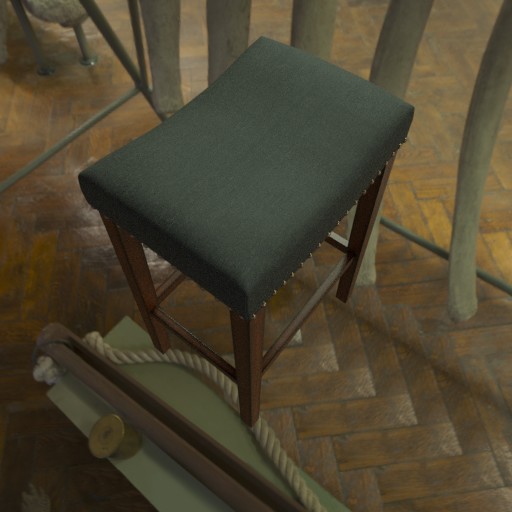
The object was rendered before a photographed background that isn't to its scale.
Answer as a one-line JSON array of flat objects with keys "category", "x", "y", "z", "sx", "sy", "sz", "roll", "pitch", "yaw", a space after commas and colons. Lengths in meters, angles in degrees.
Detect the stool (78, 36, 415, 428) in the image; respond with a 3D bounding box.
[{"category": "stool", "x": 0.000, "y": 0.000, "z": 1.030, "sx": 0.366, "sy": 0.760, "sz": 0.502, "roll": 34, "pitch": 64, "yaw": 19}]
